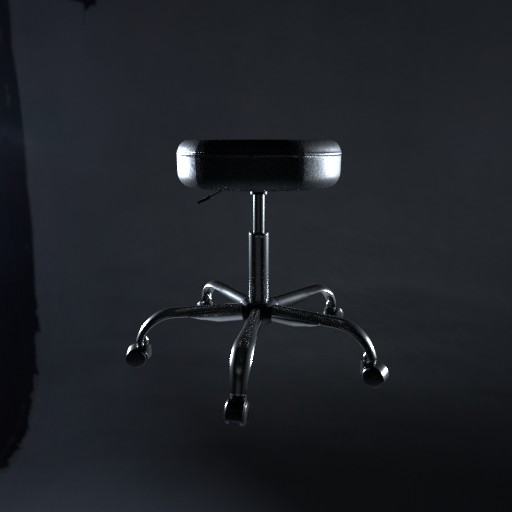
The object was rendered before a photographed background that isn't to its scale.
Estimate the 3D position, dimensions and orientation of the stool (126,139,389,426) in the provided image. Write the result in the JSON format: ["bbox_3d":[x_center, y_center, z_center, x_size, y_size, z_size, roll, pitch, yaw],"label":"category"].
[{"bbox_3d":[0.000,0.000,1.137,0.673,0.576,0.638,2,14,8],"label":"stool"}]
